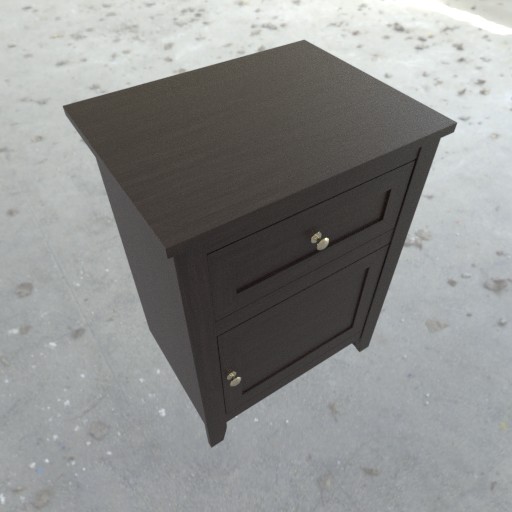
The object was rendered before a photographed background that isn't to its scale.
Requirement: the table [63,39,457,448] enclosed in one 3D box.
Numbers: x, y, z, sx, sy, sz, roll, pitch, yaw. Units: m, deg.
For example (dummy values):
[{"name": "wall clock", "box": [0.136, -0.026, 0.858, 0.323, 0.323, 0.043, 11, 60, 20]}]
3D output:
[{"name": "table", "box": [0.000, 0.000, 0.912, 0.480, 0.635, 0.381, -26, 52, -22]}]
